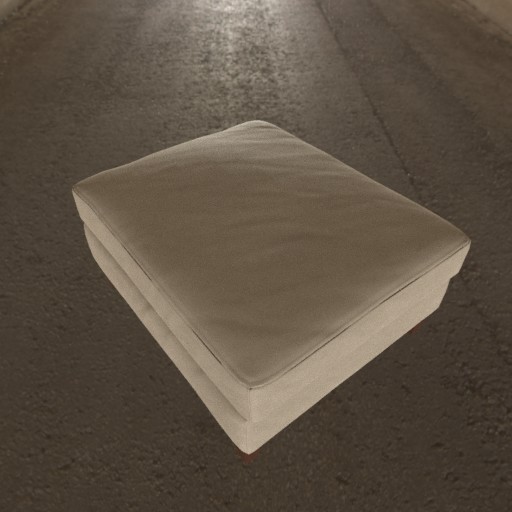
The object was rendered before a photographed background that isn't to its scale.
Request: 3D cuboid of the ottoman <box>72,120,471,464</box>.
[{"bbox_3d":[0.000,0.000,1.492,0.836,0.492,1.002,-28,49,-27],"label":"ottoman"}]
